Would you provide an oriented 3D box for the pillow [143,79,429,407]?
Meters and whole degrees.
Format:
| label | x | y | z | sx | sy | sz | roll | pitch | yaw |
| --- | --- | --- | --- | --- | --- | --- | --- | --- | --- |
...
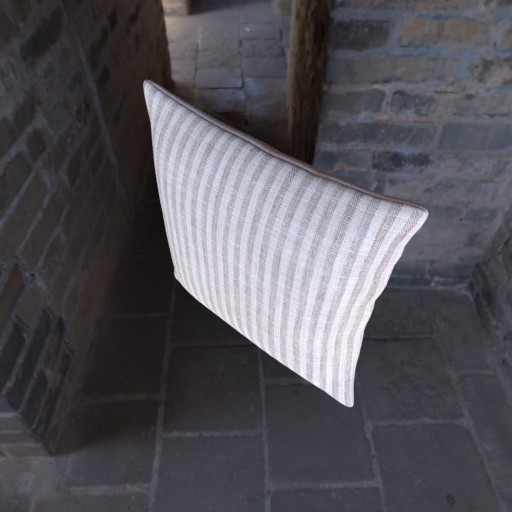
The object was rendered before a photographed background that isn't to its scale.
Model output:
| label | x | y | z | sx | sy | sz | roll | pitch | yaw |
| --- | --- | --- | --- | --- | --- | --- | --- | --- | --- |
| pillow | 0.000 | 0.000 | 0.815 | 0.523 | 0.510 | 0.166 | 32 | 55 | 27 |
